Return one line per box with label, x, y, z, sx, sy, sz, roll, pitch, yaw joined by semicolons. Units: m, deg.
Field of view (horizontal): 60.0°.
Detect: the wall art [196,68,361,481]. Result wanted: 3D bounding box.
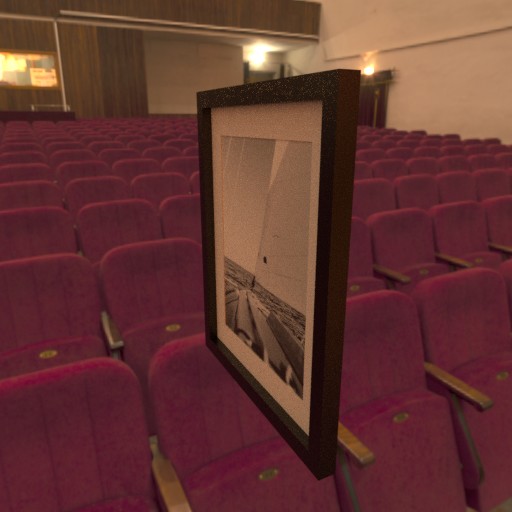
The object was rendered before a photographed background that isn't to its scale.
wall art;0.000;0.000;0.770;0.031;0.558;0.461;-8;19;-26
